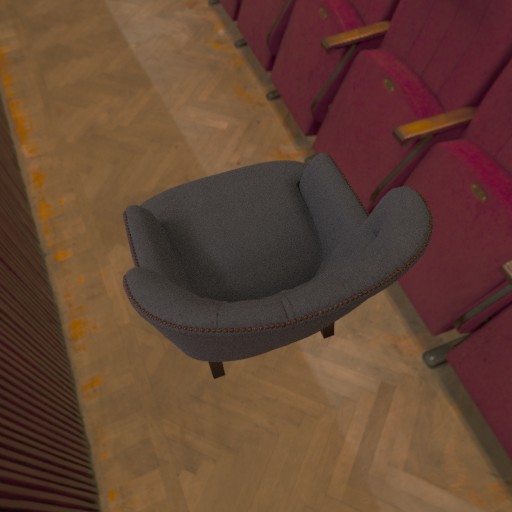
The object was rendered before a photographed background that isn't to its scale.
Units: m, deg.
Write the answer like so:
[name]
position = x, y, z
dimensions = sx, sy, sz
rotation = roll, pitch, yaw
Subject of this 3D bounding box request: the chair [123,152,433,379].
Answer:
[chair]
position = 0.000, 0.000, 1.588
dimensions = 0.848, 0.868, 0.906
rotation = -18, 59, -11
